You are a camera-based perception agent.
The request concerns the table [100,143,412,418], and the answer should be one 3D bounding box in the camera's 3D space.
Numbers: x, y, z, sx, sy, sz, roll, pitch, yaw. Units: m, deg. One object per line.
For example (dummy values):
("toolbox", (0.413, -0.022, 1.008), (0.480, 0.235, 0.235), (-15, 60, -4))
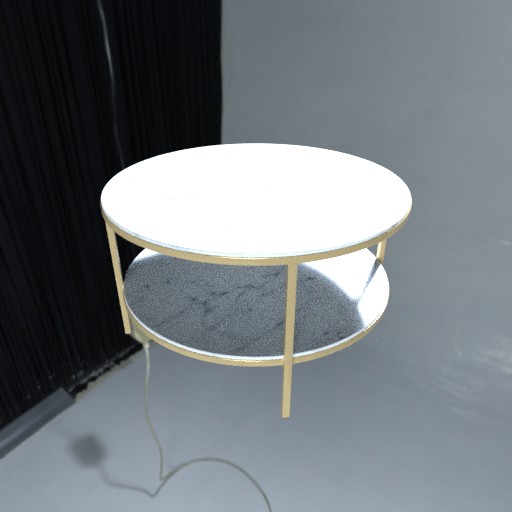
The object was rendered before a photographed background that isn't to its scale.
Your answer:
("table", (0.000, 0.000, 1.295), (0.800, 0.450, 0.800), (0, 29, 0))
